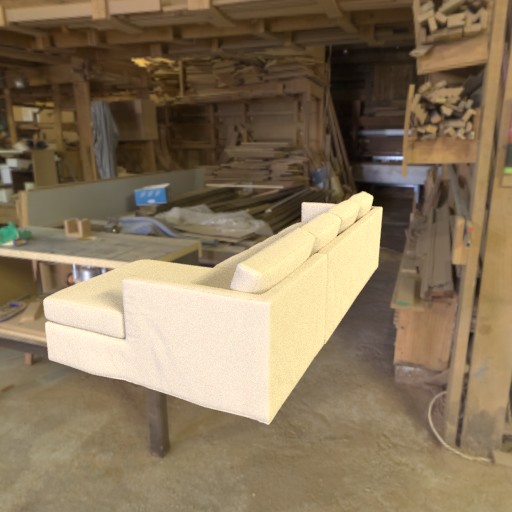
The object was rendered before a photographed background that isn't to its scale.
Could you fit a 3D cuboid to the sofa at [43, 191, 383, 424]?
[{"bbox_3d":[0.000,0.000,3.898,1.622,0.871,3.206,7,17,24],"label":"sofa"}]
